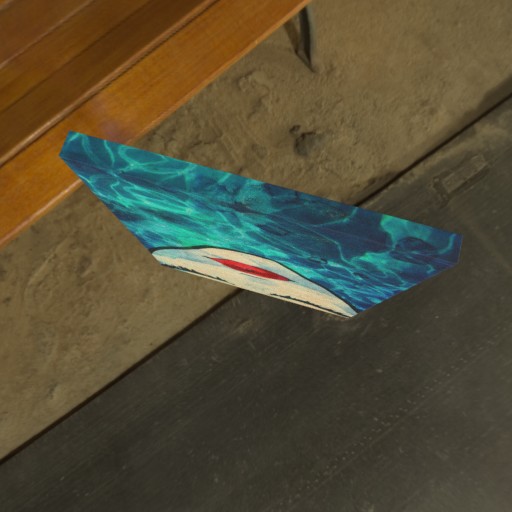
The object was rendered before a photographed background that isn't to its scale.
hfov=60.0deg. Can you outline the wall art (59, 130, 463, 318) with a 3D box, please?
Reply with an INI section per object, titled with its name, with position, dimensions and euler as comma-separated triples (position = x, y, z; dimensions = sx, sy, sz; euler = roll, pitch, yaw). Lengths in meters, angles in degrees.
[wall art]
position = 0.000, 0.000, 0.854
dimensions = 0.508, 0.635, 0.038
euler = 16, 77, 4
